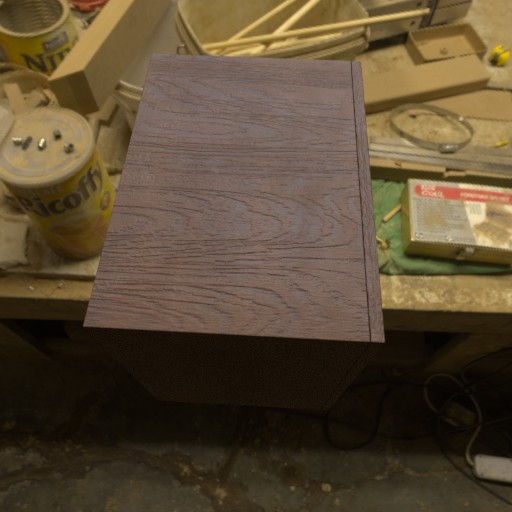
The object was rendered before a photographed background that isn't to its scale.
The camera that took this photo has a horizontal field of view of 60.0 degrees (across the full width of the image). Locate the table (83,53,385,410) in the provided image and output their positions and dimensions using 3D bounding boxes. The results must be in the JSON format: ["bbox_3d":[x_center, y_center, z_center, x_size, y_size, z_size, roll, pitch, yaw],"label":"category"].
[{"bbox_3d":[0.000,0.000,0.982,0.439,0.585,0.560,3,62,2],"label":"table"}]
